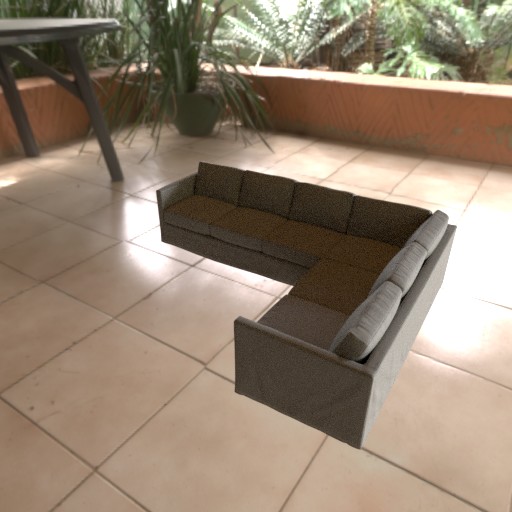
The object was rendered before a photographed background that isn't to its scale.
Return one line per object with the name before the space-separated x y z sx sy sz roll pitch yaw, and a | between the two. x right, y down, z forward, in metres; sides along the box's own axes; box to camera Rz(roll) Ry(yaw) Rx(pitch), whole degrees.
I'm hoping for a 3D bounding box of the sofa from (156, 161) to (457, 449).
sofa | 0.000 0.000 4.335 3.182 0.871 2.432 18 34 28
